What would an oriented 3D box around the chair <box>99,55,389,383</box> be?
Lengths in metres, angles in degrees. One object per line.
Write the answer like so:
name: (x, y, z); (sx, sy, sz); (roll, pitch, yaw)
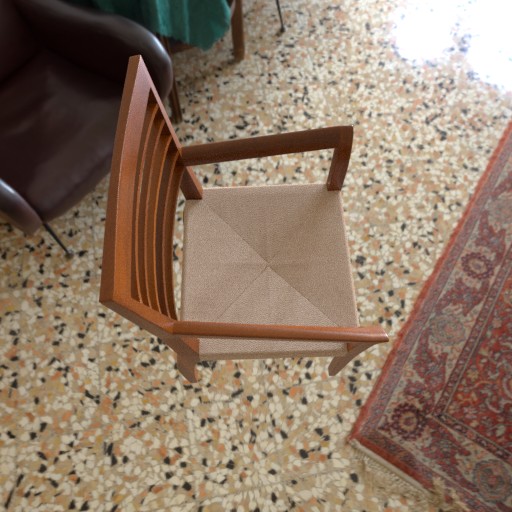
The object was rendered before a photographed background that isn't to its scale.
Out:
chair: (0.000, 0.000, 1.209); (0.540, 0.855, 0.587); (-2, 64, -1)
